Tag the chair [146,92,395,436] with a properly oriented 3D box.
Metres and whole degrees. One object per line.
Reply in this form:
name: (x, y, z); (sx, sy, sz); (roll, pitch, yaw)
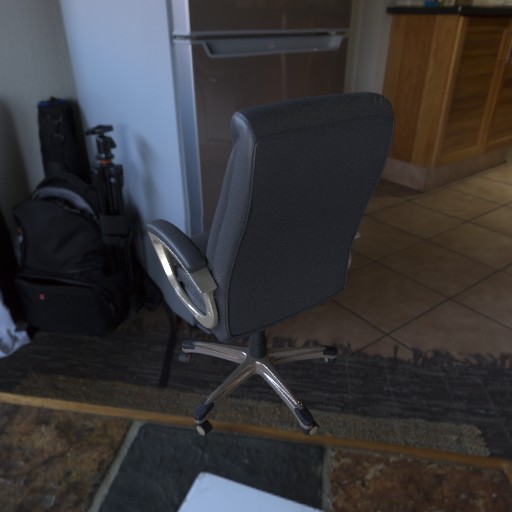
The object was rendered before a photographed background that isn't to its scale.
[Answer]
chair: (0.000, 0.000, 1.615); (0.694, 1.188, 0.748); (-19, 34, -30)
